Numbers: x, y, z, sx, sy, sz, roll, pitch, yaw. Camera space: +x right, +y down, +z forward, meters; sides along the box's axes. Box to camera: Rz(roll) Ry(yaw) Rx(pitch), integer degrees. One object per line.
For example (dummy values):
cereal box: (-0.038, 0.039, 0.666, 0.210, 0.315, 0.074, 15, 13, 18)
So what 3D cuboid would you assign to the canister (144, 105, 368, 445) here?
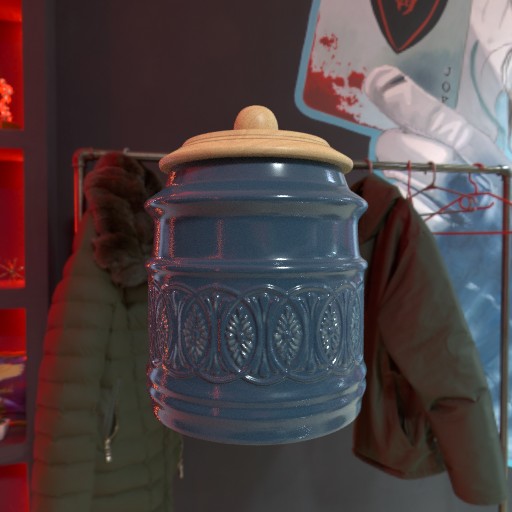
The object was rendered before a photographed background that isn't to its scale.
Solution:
canister: (0.000, 0.000, 0.266, 0.130, 0.176, 0.130, 0, 2, 0)
